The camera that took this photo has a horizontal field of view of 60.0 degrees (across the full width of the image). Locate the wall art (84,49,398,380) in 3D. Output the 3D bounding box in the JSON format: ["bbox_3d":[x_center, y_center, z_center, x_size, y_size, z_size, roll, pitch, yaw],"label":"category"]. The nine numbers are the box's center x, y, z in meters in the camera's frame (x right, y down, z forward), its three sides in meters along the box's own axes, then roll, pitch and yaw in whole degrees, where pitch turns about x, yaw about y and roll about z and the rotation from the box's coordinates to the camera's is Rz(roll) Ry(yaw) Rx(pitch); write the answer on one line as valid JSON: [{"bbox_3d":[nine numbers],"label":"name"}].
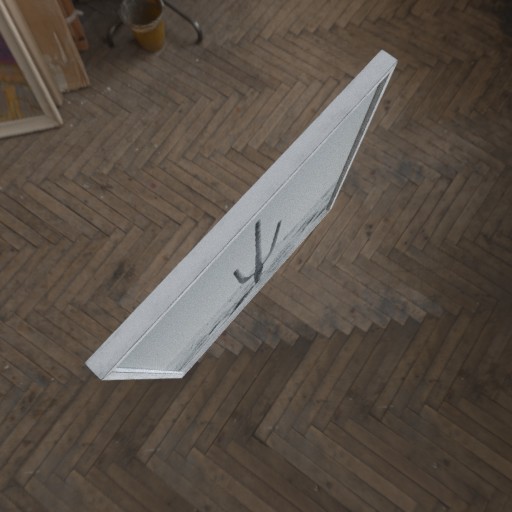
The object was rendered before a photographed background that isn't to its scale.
[{"bbox_3d":[0.000,0.000,1.121,0.038,0.762,0.762,40,78,10],"label":"wall art"}]
